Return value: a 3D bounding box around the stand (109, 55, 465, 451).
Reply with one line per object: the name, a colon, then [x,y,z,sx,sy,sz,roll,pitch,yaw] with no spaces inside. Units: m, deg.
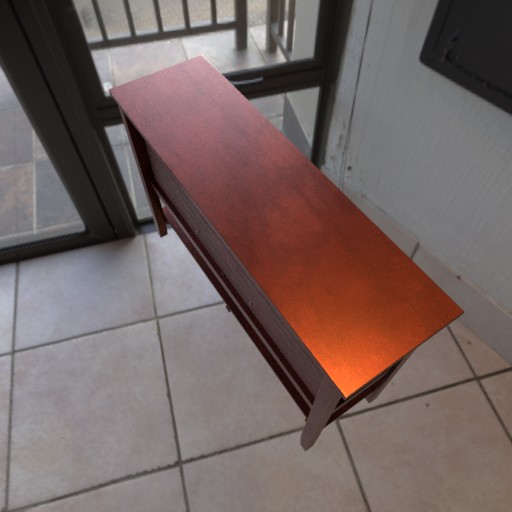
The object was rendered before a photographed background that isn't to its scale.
stand: [0.000,0.000,1.758,0.410,0.872,1.362,-29,61,-18]
